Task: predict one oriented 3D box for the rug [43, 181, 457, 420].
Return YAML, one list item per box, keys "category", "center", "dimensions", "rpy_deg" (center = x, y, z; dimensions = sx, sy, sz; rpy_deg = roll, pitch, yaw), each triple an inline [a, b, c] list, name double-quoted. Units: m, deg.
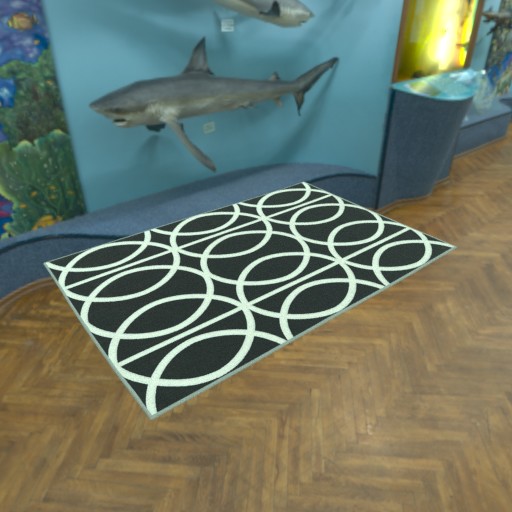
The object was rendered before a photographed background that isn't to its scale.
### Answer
- category: "rug"
  center: [0.000, 0.000, 2.913]
  dimensions: [2.290, 0.014, 1.526]
  rpy_deg: [-22, 37, -32]
